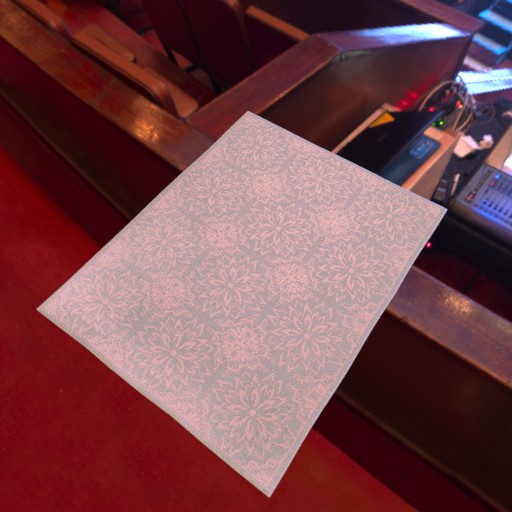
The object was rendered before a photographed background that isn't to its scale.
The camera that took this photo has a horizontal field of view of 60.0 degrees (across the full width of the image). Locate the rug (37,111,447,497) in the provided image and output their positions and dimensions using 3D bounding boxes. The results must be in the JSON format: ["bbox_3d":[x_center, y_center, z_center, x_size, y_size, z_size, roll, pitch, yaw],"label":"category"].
[{"bbox_3d":[0.000,0.000,3.958,2.363,0.012,2.980,31,64,18],"label":"rug"}]
